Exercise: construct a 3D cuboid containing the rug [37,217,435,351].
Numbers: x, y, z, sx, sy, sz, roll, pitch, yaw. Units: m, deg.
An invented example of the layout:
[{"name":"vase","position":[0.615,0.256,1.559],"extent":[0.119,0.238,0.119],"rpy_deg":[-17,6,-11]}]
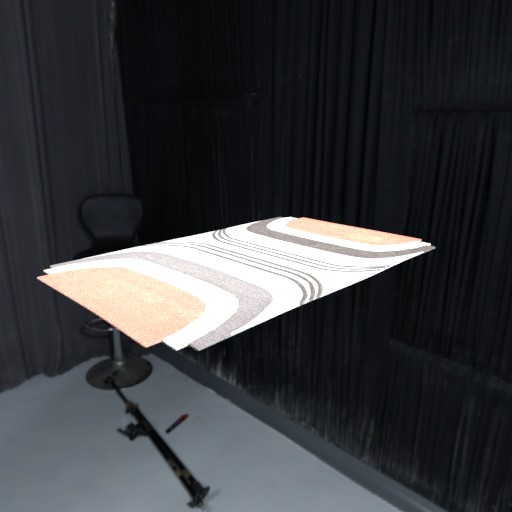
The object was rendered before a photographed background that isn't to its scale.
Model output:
[{"name":"rug","position":[0.000,0.000,3.015],"extent":[2.446,0.017,1.530],"rpy_deg":[-16,23,-42]}]
